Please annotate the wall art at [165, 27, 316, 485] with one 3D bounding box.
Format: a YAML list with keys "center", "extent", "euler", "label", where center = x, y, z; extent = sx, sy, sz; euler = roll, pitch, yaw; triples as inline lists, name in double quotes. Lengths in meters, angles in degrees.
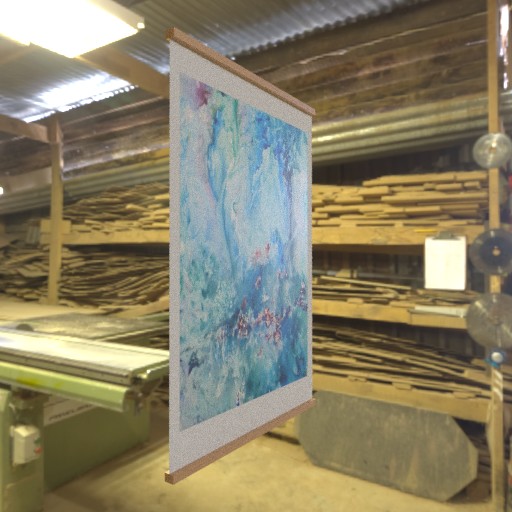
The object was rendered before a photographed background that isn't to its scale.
- center: [0.000, 0.000, 1.876]
  extent: [0.040, 1.510, 0.991]
  euler: [0, -1, 36]
  label: "wall art"
